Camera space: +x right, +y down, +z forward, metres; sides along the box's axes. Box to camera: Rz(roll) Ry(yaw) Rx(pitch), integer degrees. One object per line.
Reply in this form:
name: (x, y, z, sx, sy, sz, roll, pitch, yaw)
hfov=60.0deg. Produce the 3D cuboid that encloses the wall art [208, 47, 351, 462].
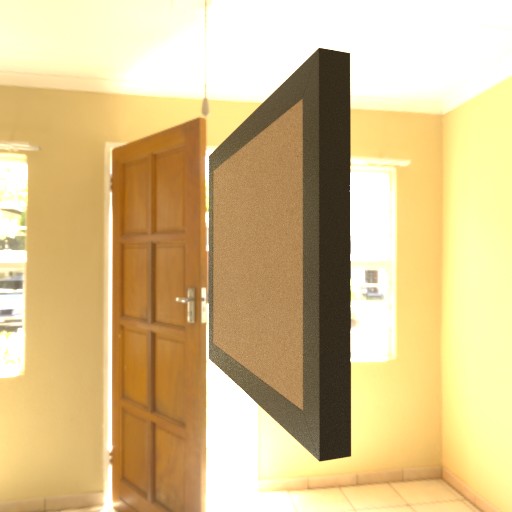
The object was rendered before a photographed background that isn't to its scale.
wall art: (0.000, 0.000, 0.528, 0.028, 0.321, 0.381, 0, -1, -19)
